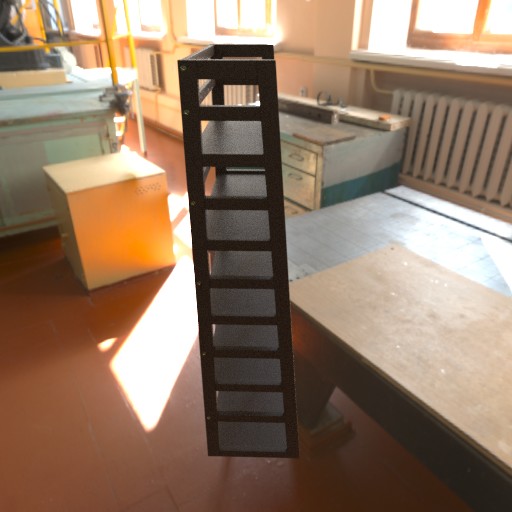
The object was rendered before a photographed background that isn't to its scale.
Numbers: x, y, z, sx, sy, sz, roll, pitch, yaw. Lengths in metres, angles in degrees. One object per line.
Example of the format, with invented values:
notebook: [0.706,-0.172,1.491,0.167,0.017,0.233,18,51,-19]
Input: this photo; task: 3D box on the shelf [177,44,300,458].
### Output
shelf: [0.000,0.000,1.898,0.403,1.600,0.763,1,28,1]
